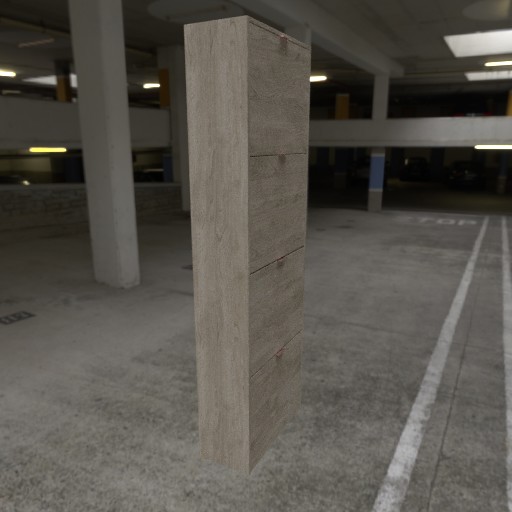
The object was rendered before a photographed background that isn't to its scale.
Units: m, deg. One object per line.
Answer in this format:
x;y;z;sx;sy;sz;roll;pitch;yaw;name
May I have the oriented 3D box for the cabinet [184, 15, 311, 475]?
0.000;0.000;1.800;0.250;1.630;0.520;8;16;27;cabinet
